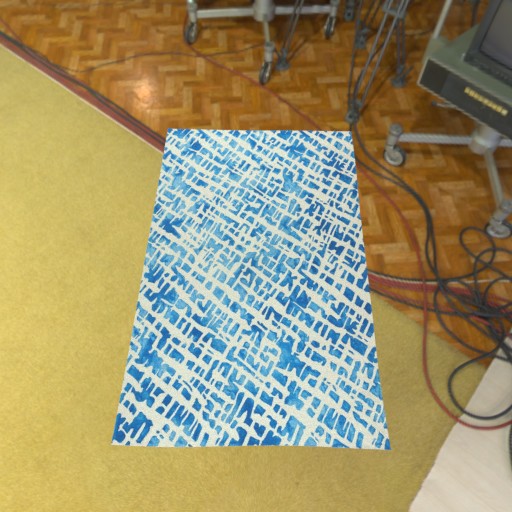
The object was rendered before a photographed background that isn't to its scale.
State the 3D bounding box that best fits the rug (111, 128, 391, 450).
[{"bbox_3d":[0.000,0.000,3.035,1.520,0.011,2.447,1,59,1],"label":"rug"}]
